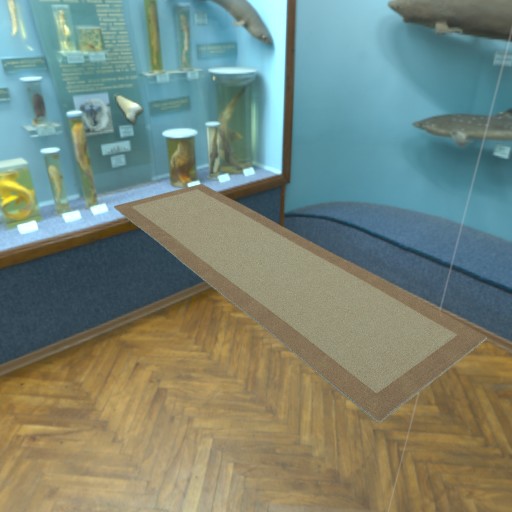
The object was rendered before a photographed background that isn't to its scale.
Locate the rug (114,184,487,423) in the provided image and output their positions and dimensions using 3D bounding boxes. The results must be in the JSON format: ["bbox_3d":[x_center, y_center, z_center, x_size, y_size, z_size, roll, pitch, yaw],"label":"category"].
[{"bbox_3d":[0.000,0.000,2.618,0.767,0.012,2.430,-21,36,-32],"label":"rug"}]
